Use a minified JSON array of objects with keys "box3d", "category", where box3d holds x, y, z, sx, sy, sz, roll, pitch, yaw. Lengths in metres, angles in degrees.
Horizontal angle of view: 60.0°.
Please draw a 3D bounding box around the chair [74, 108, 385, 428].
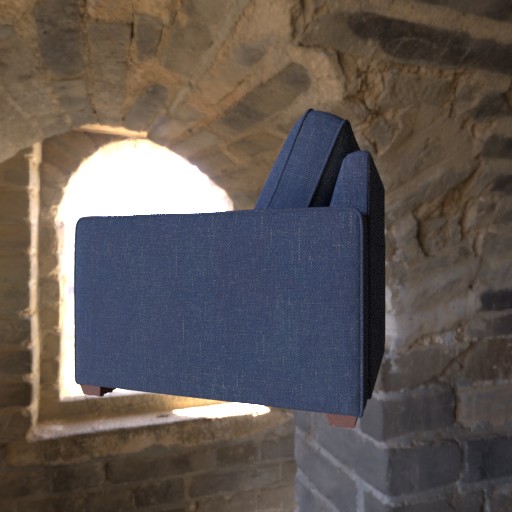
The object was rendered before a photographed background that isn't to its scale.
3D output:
[{"box3d":[0.000,0.000,1.750,0.940,0.919,1.017,0,0,19],"category":"chair"}]
